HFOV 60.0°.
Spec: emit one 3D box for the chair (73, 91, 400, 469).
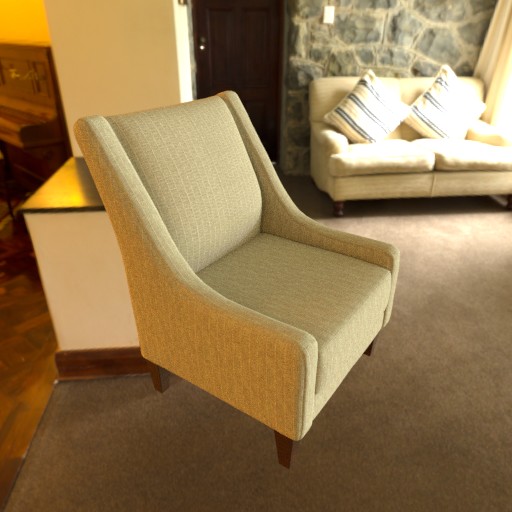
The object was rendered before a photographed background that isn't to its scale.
[{"bbox_3d":[0.000,0.000,1.623,0.870,1.014,0.774,18,33,31],"label":"chair"}]
